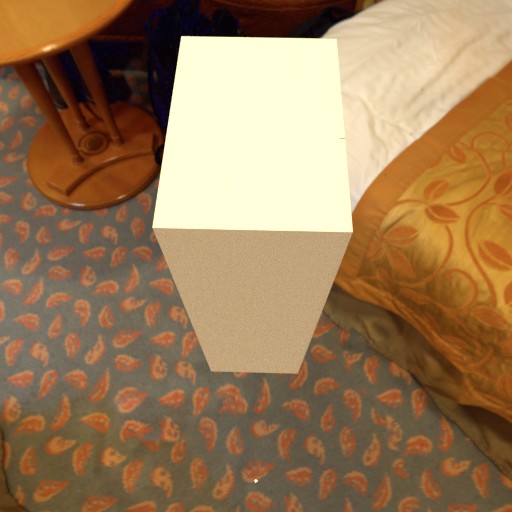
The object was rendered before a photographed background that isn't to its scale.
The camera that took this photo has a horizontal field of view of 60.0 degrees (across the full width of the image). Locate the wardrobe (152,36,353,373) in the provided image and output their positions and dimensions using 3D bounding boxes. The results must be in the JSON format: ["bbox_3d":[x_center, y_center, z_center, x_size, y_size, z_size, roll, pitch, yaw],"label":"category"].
[{"bbox_3d":[0.000,0.000,2.431,0.600,2.040,0.860,1,63,1],"label":"wardrobe"}]
